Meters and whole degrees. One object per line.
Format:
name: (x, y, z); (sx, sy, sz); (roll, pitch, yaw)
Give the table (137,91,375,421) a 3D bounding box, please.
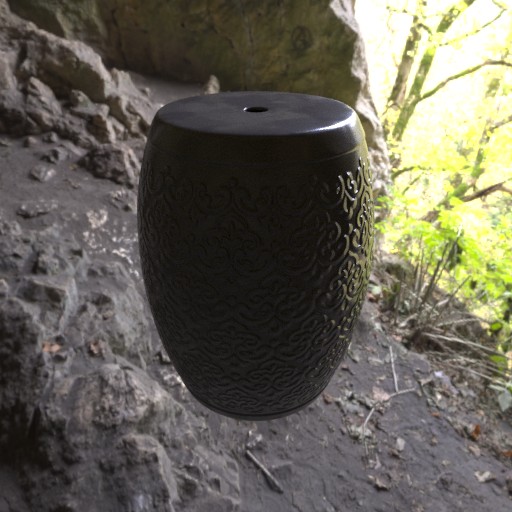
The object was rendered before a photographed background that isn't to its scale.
table: (0.000, 0.000, 0.613); (0.309, 0.397, 0.309); (0, 30, 0)
